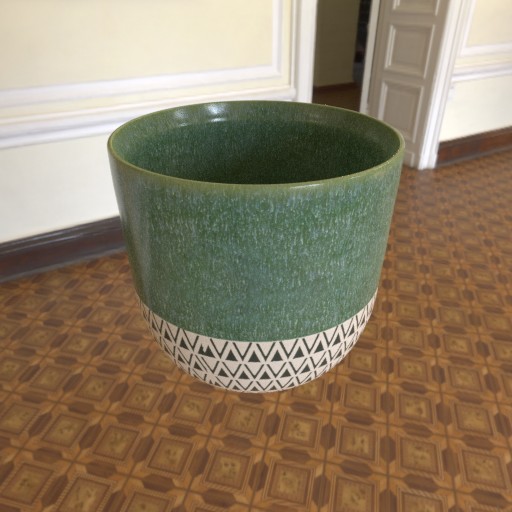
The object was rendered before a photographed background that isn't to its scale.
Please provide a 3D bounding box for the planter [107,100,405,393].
[{"bbox_3d":[0.000,0.000,0.479,0.266,0.270,0.266,0,31,0],"label":"planter"}]
